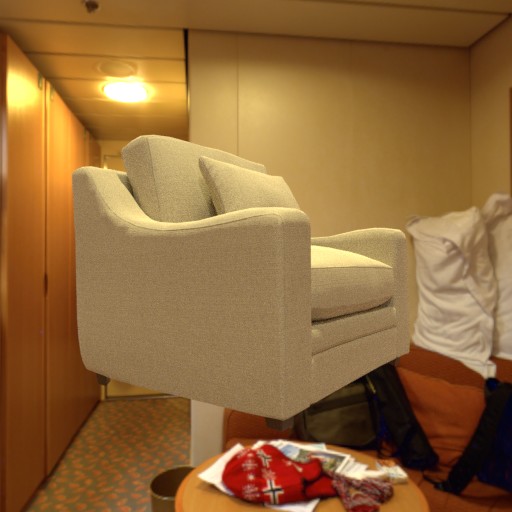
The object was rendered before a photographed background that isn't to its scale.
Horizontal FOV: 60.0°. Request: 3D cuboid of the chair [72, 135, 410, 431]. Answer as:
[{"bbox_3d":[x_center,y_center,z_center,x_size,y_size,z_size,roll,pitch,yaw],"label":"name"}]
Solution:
[{"bbox_3d":[0.000,0.000,1.942,1.009,1.016,1.178,-1,-1,36],"label":"chair"}]
